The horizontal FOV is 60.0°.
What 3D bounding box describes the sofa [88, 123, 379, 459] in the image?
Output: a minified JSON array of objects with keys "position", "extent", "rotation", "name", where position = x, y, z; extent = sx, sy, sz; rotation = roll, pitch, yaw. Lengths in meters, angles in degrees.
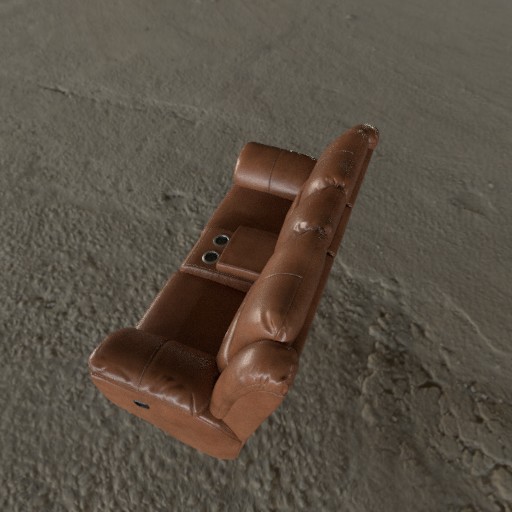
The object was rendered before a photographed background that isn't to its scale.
[{"position":[0.000,0.000,2.629],"extent":[0.991,1.043,2.058],"rotation":[15,48,14],"name":"sofa"}]
